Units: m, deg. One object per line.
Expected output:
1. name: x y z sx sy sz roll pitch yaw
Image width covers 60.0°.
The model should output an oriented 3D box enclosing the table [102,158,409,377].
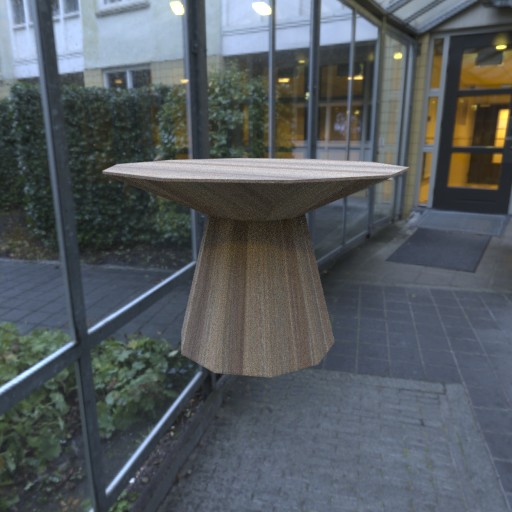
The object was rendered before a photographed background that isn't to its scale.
1. table: 0.000 0.000 1.882 1.186 0.752 1.186 0 15 0
